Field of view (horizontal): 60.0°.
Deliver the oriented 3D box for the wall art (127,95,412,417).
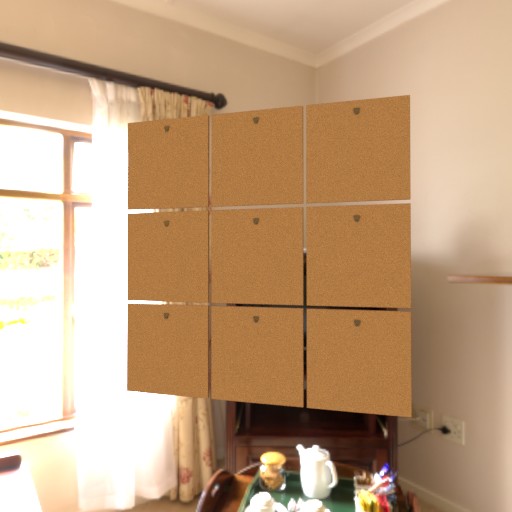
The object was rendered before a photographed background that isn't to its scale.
[{"bbox_3d":[0.000,0.000,2.322,1.533,1.532,0.019,0,-1,16],"label":"wall art"}]
